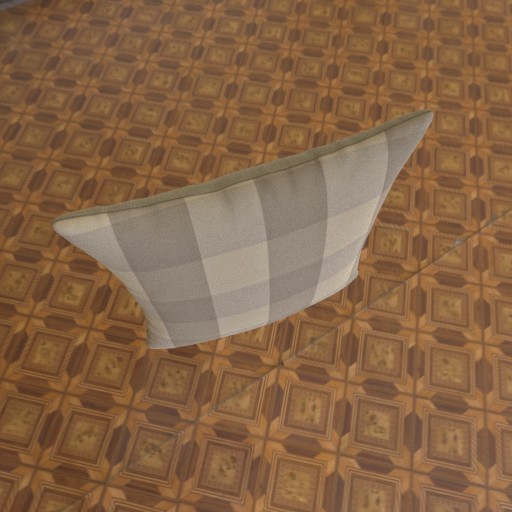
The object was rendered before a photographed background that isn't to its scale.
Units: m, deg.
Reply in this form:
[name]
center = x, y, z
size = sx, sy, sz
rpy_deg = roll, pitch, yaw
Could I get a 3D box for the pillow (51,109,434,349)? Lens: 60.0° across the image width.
[pillow]
center = 0.000, 0.000, 0.780
size = 0.511, 0.509, 0.161
rpy_deg = -18, 64, -9
